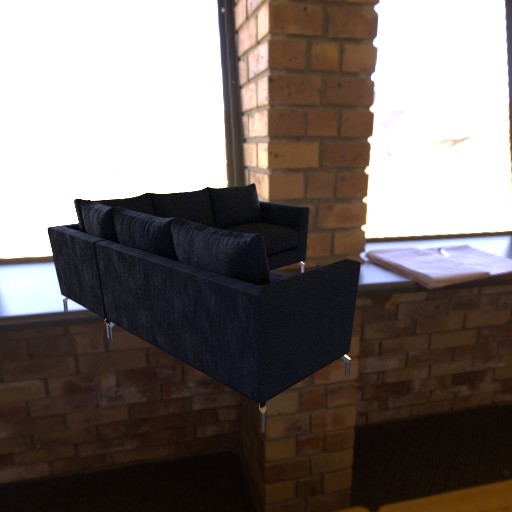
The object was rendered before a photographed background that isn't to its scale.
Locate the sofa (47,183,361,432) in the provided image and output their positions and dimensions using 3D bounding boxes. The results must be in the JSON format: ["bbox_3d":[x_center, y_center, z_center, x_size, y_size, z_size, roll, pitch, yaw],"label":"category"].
[{"bbox_3d":[0.000,0.000,3.754,2.472,0.988,2.463,14,20,43],"label":"sofa"}]
